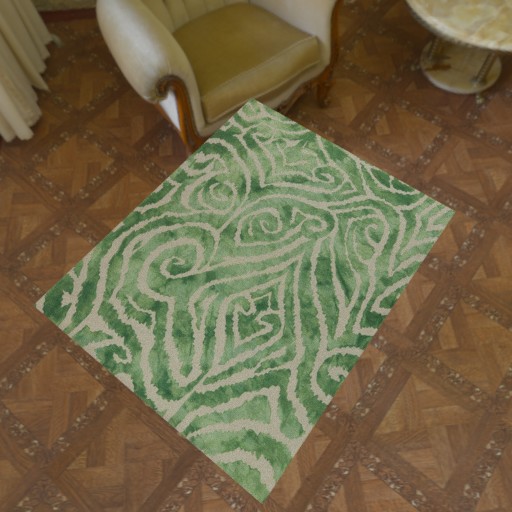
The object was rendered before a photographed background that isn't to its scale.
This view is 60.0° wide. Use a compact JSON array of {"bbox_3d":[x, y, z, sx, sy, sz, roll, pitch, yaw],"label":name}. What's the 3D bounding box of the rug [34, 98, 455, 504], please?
[{"bbox_3d":[0.000,0.000,3.986,2.436,0.007,3.045,34,68,16],"label":"rug"}]
